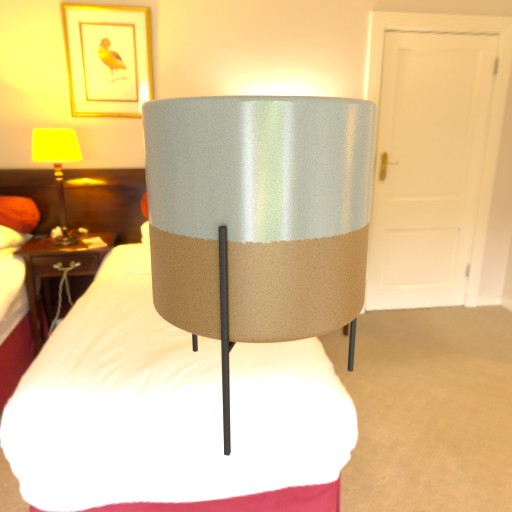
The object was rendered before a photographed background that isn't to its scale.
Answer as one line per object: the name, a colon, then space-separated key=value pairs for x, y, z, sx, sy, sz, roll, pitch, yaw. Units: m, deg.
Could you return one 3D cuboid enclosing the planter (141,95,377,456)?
planter: x=0.000 y=0.000 z=0.736 sx=0.360 sy=0.480 sz=0.348 roll=15 pitch=22 yaw=42
